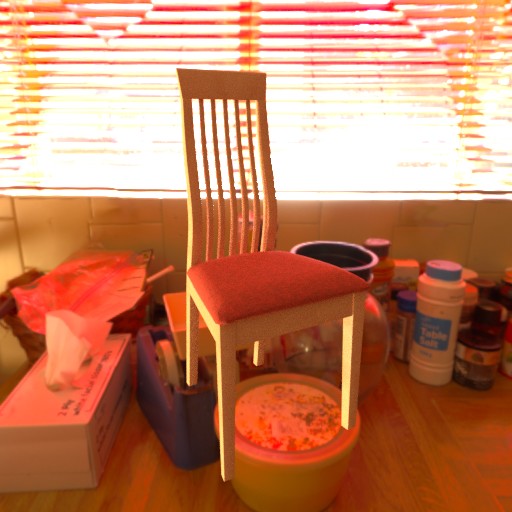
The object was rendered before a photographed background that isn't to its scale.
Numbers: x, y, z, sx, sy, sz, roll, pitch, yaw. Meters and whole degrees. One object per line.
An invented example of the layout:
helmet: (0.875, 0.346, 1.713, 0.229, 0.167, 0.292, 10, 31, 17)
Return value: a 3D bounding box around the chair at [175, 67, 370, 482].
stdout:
chair: (0.000, 0.000, 1.278, 0.460, 1.027, 0.474, -9, 20, -28)
